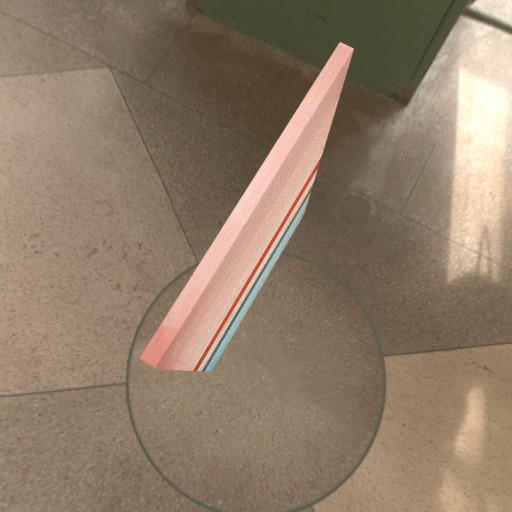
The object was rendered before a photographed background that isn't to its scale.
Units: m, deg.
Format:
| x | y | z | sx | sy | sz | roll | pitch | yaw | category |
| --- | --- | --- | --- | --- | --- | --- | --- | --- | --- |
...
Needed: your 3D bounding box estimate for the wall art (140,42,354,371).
| x | y | z | sx | sy | sz | roll | pitch | yaw | category |
| --- | --- | --- | --- | --- | --- | --- | --- | --- | --- |
| 0.000 | 0.000 | 1.349 | 0.039 | 1.016 | 0.761 | 29 | 77 | 7 | wall art |
